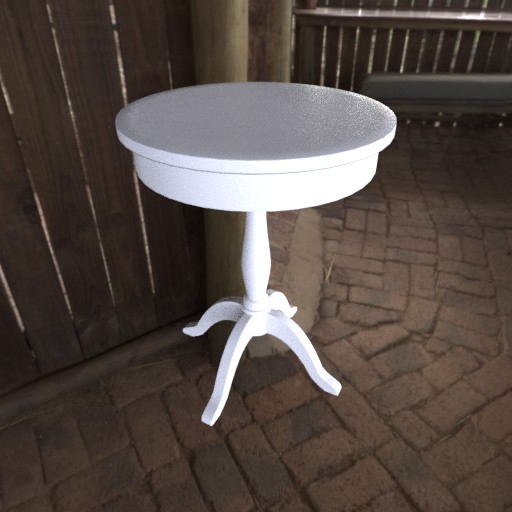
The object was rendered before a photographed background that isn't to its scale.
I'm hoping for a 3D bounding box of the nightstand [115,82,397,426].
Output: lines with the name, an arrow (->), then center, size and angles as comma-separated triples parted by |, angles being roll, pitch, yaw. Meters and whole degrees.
nightstand -> 0.000, 0.000, 1.012 | 0.513, 0.653, 0.513 | 23, 39, 31
